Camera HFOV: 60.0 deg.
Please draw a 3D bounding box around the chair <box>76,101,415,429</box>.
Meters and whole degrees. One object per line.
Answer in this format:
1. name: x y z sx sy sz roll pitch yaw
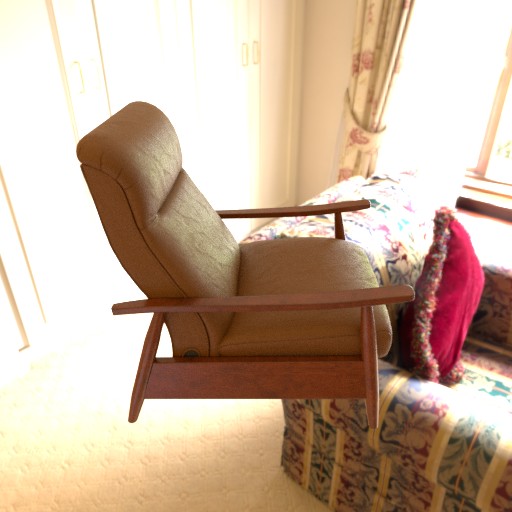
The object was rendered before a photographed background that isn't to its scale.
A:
1. chair: 0.000 0.000 1.749 1.014 1.082 0.762 1 30 1
